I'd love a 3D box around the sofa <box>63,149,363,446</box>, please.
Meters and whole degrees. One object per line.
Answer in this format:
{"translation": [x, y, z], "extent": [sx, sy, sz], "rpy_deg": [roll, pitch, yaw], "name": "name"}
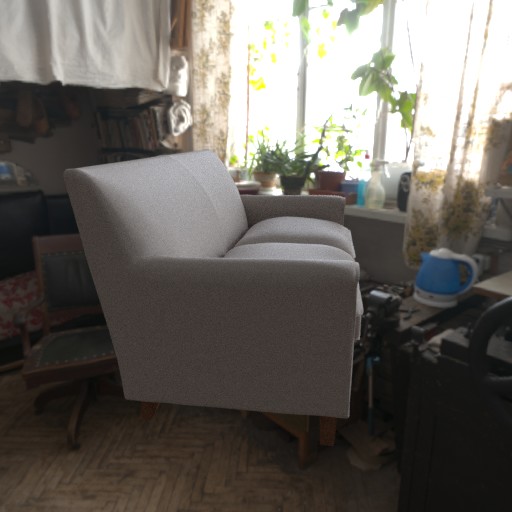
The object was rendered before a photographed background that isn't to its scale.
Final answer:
{"translation": [0.000, 0.000, 2.014], "extent": [0.888, 0.890, 1.482], "rpy_deg": [3, 16, 9], "name": "sofa"}
